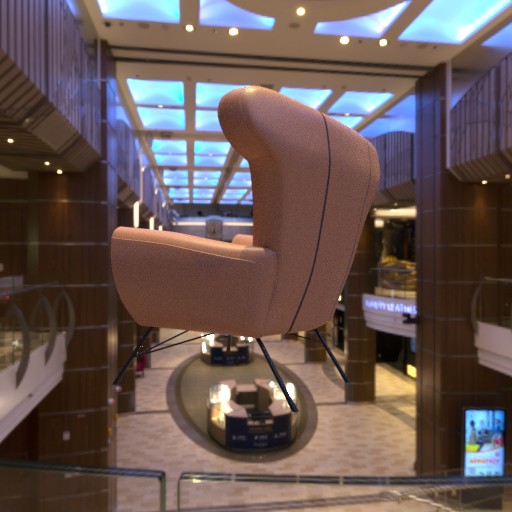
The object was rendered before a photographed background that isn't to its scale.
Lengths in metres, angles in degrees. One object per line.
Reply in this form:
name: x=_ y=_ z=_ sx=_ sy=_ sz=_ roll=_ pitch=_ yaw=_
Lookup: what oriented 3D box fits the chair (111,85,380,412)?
chair: x=0.000 y=0.000 z=1.864 sx=0.900 sy=1.050 sz=0.980 roll=0 pitch=0 yaw=36
